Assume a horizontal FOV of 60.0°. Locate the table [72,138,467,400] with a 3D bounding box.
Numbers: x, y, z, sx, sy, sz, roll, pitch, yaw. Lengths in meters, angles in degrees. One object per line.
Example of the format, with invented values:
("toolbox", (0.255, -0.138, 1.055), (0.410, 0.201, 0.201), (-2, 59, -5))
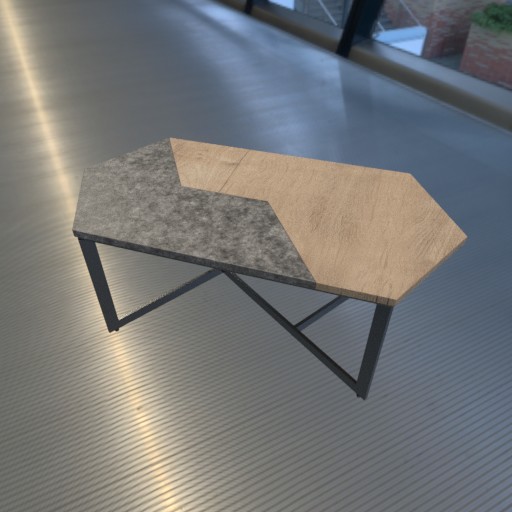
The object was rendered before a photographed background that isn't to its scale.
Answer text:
("table", (0.000, 0.000, 1.506), (1.219, 0.457, 0.609), (12, 42, 13))
